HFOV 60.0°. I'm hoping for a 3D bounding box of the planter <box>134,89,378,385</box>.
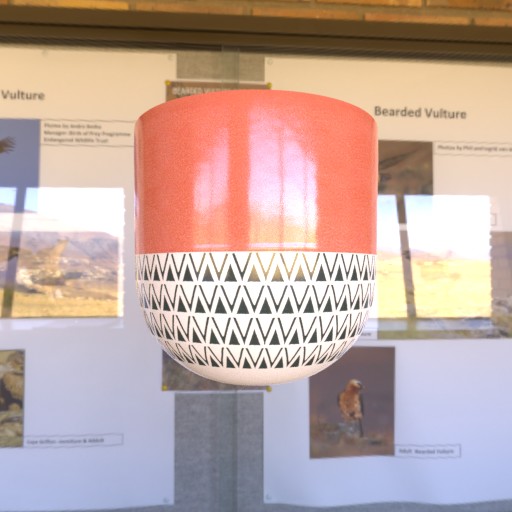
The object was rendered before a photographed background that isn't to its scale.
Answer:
[{"bbox_3d":[0.000,0.000,0.497,0.266,0.270,0.266,0,-2,0],"label":"planter"}]
